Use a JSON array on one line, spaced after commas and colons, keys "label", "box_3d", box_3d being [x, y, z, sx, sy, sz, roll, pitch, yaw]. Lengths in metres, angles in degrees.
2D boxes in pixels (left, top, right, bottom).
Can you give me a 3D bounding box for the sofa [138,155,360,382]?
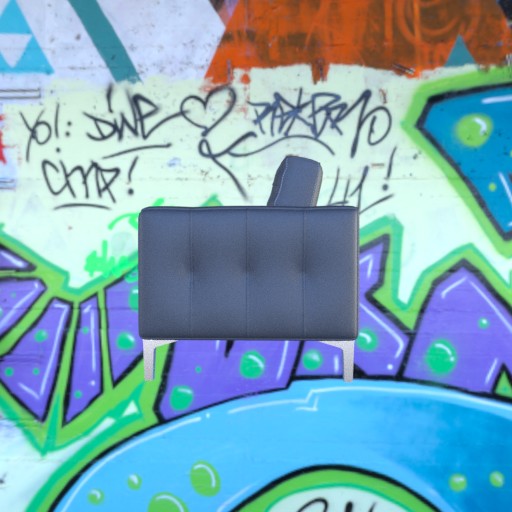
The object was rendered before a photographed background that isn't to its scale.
[{"label": "sofa", "box_3d": [0.000, 0.000, 2.728, 0.833, 0.893, 2.275, 0, 1, 1]}]
